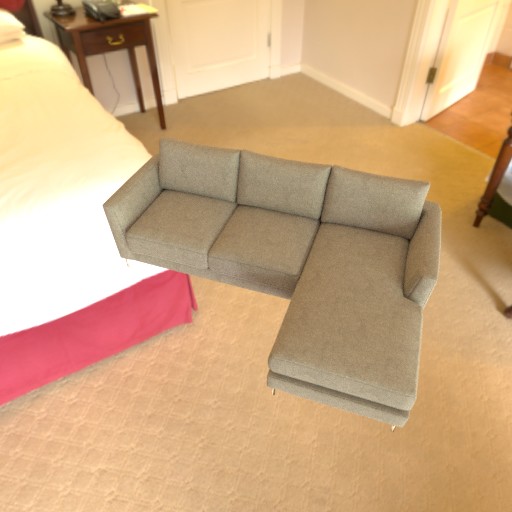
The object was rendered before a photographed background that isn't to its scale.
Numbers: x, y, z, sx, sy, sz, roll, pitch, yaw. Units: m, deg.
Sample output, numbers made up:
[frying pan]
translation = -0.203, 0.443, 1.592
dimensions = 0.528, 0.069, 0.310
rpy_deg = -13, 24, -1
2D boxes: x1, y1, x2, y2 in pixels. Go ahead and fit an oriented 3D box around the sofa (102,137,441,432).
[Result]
[sofa]
translation = 0.000, 0.000, 3.206
dimensions = 2.438, 0.864, 1.626
rpy_deg = 13, 44, 14
